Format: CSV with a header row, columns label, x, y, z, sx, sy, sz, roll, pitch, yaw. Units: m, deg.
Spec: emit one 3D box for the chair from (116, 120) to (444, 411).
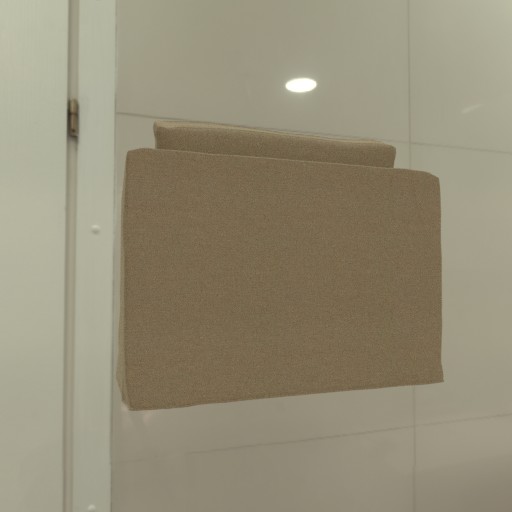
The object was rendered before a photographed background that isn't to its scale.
label,x,y,z,sx,sy,sz,roll,pitch,yaw
chair,0.000,0.000,1.766,1.057,0.863,0.949,1,-2,-18
